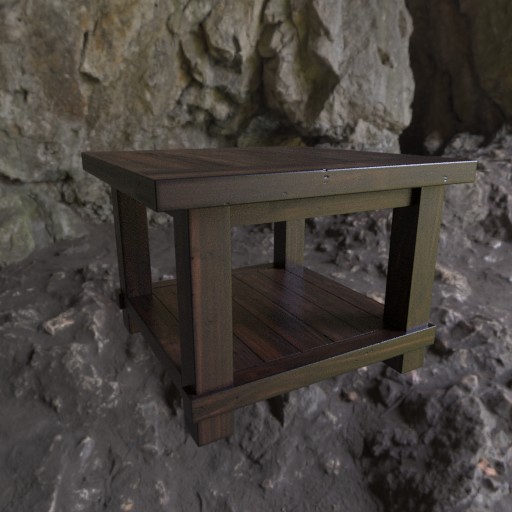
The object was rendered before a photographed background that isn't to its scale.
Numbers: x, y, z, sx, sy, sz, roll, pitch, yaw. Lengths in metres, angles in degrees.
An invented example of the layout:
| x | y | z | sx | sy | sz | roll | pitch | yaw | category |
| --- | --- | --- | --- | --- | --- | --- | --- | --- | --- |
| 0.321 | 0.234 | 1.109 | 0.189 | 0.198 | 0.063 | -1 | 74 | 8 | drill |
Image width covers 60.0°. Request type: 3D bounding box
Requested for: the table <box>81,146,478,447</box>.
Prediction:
| x | y | z | sx | sy | sz | roll | pitch | yaw | category |
| --- | --- | --- | --- | --- | --- | --- | --- | --- | --- |
| 0.000 | 0.000 | 0.986 | 0.606 | 0.437 | 0.593 | -9 | 19 | -27 | table |
